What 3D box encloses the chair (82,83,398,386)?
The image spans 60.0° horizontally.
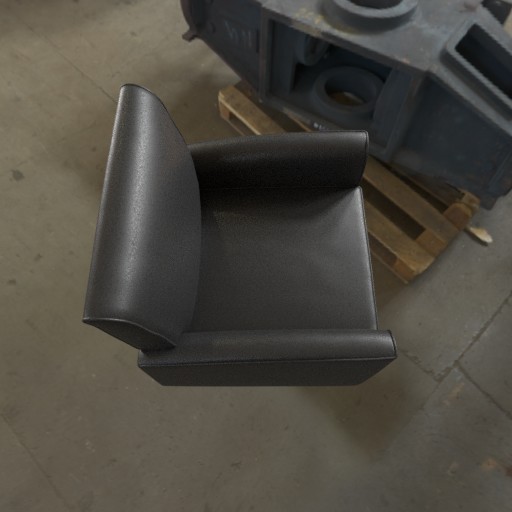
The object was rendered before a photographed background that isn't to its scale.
[{"bbox_3d":[0.000,0.000,1.571,0.819,0.916,0.820,0,65,0],"label":"chair"}]
